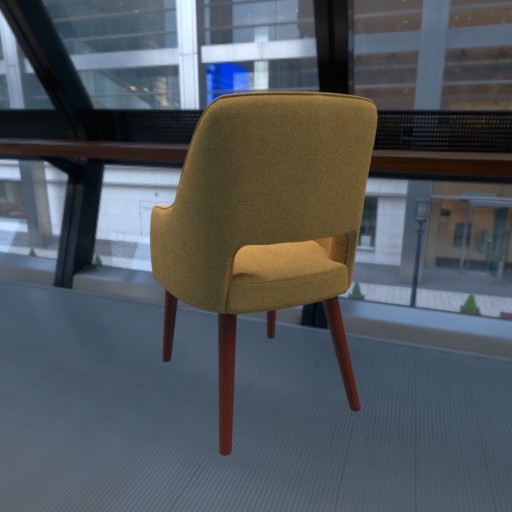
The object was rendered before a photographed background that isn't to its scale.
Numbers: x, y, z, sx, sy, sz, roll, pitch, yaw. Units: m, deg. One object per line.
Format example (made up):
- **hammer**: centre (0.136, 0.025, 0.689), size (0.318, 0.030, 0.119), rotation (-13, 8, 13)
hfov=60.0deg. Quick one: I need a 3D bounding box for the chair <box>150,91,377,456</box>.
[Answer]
- **chair**: centre (0.000, 0.000, 1.287), size (0.548, 0.849, 0.605), rotation (-7, 17, -25)
